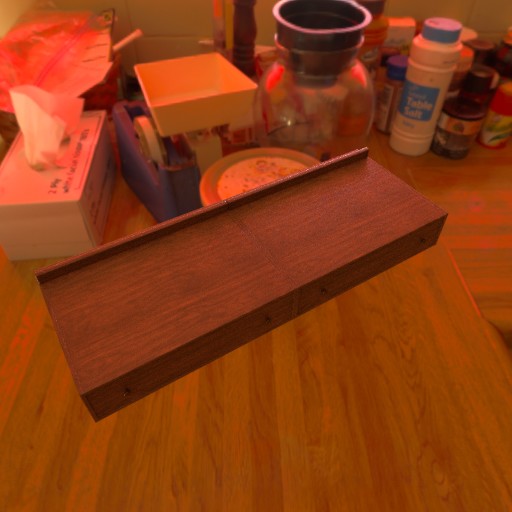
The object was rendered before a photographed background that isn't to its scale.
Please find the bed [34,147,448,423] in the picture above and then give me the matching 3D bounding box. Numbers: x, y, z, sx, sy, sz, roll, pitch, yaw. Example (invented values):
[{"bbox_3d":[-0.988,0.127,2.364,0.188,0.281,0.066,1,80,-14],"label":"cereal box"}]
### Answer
[{"bbox_3d":[0.000,0.000,2.380,2.057,0.326,0.787,-24,50,-22],"label":"bed"}]
